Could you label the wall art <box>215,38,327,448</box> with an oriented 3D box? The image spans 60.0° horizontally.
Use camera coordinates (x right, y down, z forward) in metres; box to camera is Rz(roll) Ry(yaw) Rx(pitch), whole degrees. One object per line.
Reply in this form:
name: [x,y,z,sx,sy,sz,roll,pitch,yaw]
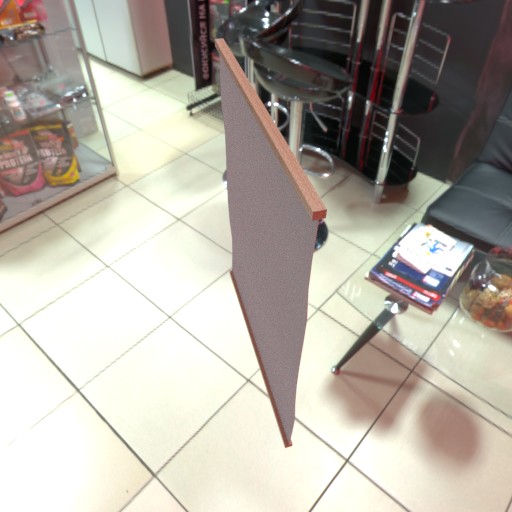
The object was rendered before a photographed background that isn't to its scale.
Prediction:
wall art: [0.000,0.000,0.692,0.013,0.508,0.406,-11,47,-11]
